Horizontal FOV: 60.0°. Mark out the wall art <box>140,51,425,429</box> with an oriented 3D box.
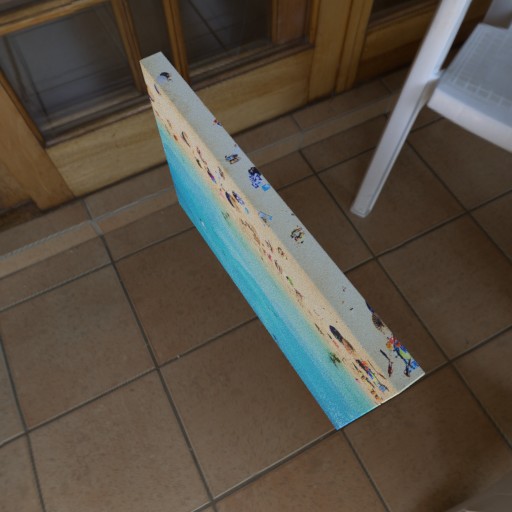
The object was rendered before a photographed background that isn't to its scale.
[{"bbox_3d":[0.000,0.000,1.131,0.057,0.595,0.894,-31,67,-14],"label":"wall art"}]
